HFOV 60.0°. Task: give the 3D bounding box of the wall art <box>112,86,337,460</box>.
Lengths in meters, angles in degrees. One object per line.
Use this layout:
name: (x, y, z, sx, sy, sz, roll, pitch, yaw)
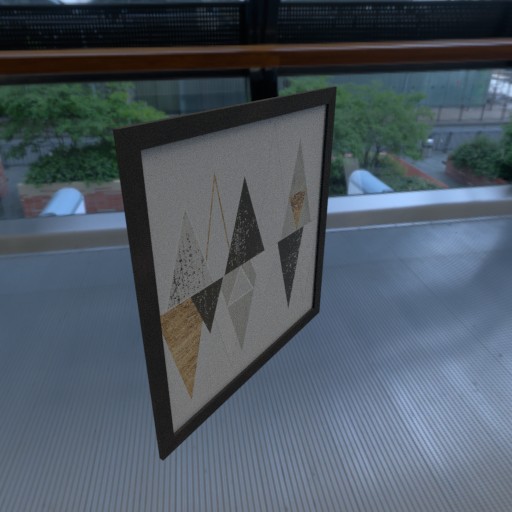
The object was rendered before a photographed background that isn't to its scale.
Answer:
wall art: (0.000, 0.000, 1.241, 0.013, 0.823, 0.823, 18, 32, 31)
